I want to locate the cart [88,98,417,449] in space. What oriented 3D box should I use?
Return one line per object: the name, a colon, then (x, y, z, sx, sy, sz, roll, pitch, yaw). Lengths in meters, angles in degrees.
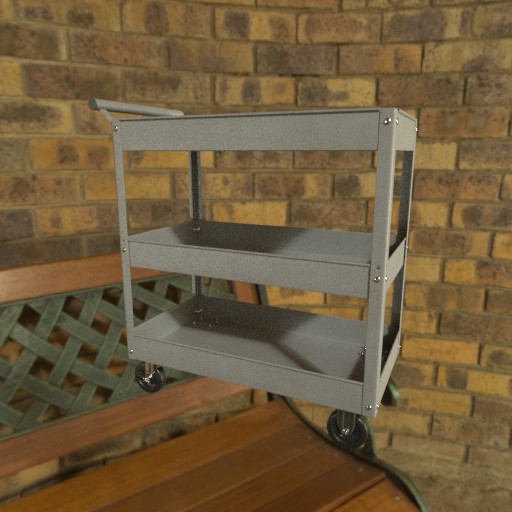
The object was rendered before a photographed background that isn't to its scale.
cart: (0.000, 0.000, 1.162, 0.719, 0.780, 0.366, 6, 15, 25)
